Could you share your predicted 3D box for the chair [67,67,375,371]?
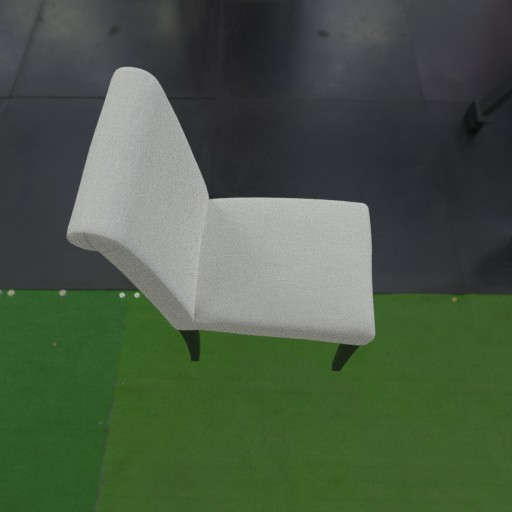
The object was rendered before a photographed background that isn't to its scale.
[{"bbox_3d":[0.000,0.000,1.338,0.708,0.976,0.452,3,63,2],"label":"chair"}]
